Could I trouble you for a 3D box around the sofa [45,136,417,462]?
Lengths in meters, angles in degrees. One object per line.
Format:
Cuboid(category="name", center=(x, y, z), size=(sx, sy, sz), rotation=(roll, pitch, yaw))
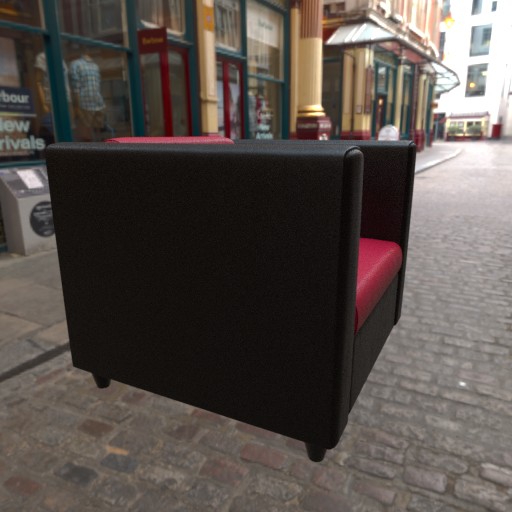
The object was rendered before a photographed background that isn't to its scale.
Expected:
Cuboid(category="sofa", center=(0.000, 0.000, 1.398), size=(0.809, 0.724, 0.839), rotation=(8, 17, 26))
